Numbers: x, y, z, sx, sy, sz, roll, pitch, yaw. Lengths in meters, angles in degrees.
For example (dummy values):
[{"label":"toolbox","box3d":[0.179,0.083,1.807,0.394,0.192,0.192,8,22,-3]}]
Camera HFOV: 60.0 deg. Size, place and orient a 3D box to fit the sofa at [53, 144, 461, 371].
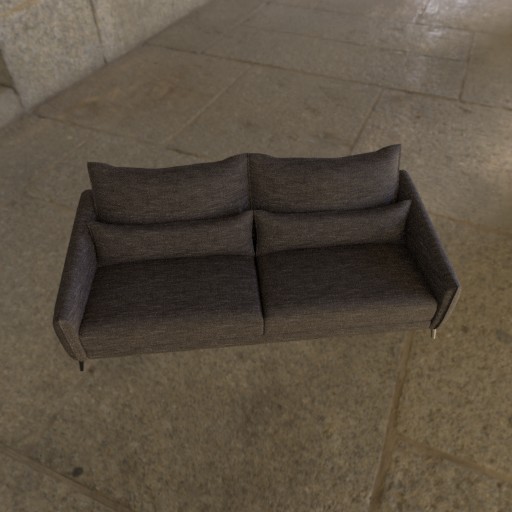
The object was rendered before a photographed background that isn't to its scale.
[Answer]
[{"label":"sofa","box3d":[0.000,0.000,2.418,2.019,0.843,0.807,-4,46,-4]}]
